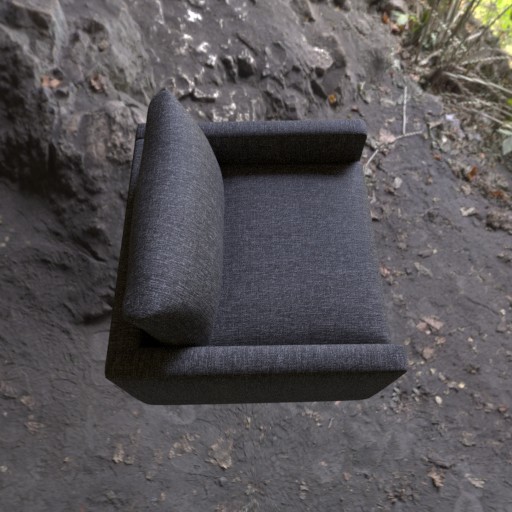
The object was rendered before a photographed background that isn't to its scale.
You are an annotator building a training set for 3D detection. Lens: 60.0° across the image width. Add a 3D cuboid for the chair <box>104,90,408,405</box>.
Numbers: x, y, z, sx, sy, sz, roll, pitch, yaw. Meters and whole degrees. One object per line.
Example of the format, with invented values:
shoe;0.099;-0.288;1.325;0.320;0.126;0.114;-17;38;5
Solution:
chair;0.000;0.000;1.597;0.866;0.861;0.963;-1;63;-1
